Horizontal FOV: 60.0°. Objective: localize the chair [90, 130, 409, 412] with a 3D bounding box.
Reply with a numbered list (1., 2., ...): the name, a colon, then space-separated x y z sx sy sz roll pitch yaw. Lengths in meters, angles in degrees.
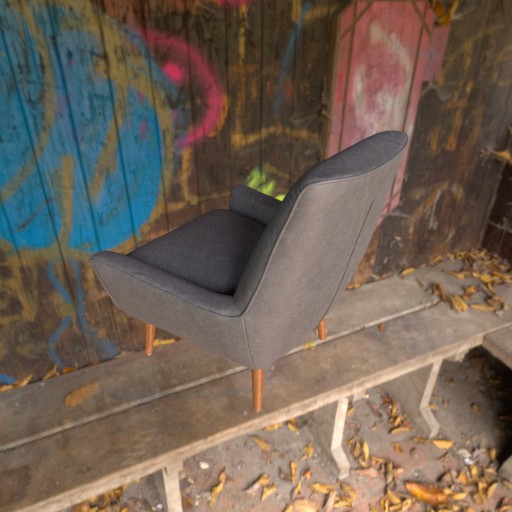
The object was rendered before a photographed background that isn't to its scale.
1. chair: 0.000 0.000 1.524 0.822 0.888 0.787 21 37 31
